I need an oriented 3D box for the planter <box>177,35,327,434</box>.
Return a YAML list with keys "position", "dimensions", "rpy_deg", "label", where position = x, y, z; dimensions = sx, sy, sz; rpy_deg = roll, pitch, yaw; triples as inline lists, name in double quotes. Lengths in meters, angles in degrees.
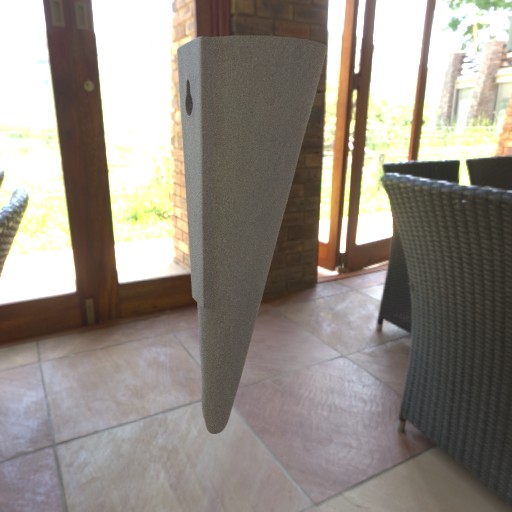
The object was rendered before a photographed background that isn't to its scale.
- position: [0.000, 0.000, 0.301]
  dimensions: [0.087, 0.259, 0.078]
  rpy_deg: [-8, 18, -25]
  label: "planter"
